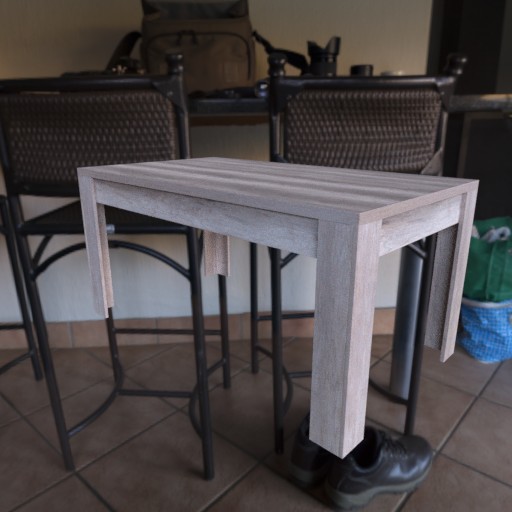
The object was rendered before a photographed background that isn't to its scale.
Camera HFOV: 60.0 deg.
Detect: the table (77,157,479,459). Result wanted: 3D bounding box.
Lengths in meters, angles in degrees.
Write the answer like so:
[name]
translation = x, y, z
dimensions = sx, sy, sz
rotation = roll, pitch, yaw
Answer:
[table]
translation = 0.000, 0.000, 2.099
dimensions = 1.600, 0.775, 0.900
rotation = 16, 23, 41
